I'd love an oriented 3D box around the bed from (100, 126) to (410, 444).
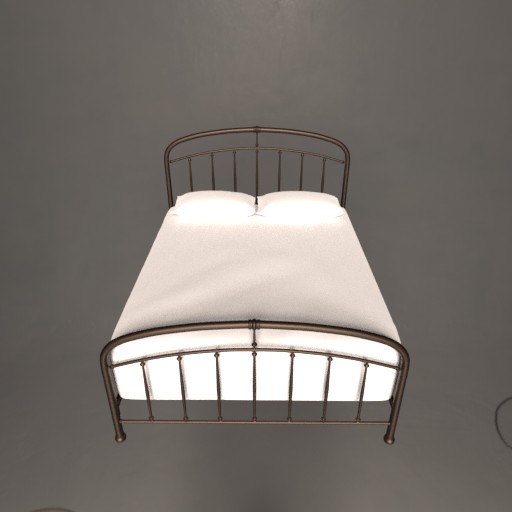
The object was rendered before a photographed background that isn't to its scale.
[{"bbox_3d":[0.000,0.000,3.301,1.711,1.425,2.180,0,29,0],"label":"bed"}]
